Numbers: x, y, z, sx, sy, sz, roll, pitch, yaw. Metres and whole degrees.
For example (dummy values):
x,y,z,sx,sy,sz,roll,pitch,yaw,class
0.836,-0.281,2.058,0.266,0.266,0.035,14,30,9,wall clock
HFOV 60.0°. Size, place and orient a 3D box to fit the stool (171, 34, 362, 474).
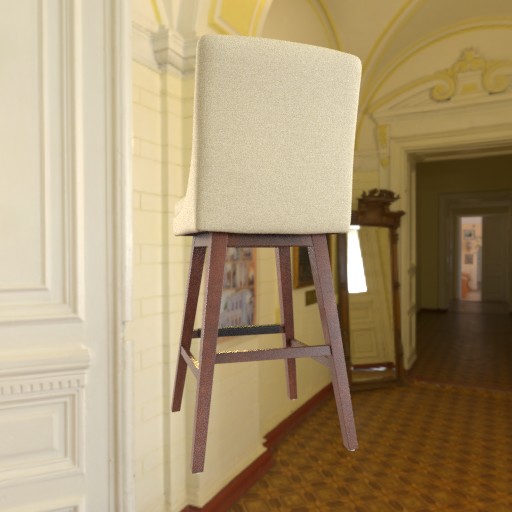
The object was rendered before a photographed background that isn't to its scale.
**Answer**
x,y,z,sx,sy,sz,roll,pitch,yaw,class
0.000,0.000,1.381,0.470,1.097,0.559,0,1,-17,stool
